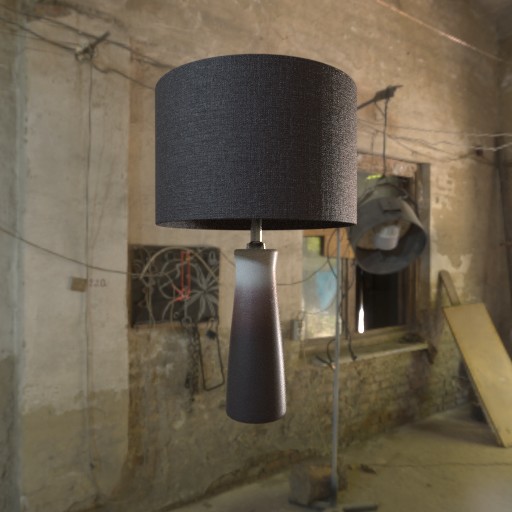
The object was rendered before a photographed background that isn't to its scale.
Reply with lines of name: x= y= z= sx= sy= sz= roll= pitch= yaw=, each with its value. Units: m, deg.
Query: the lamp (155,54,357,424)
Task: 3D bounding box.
lamp: x=0.000 y=0.000 z=0.684 sx=0.303 sy=0.488 sz=0.303 roll=0 pitch=1 yaw=0
